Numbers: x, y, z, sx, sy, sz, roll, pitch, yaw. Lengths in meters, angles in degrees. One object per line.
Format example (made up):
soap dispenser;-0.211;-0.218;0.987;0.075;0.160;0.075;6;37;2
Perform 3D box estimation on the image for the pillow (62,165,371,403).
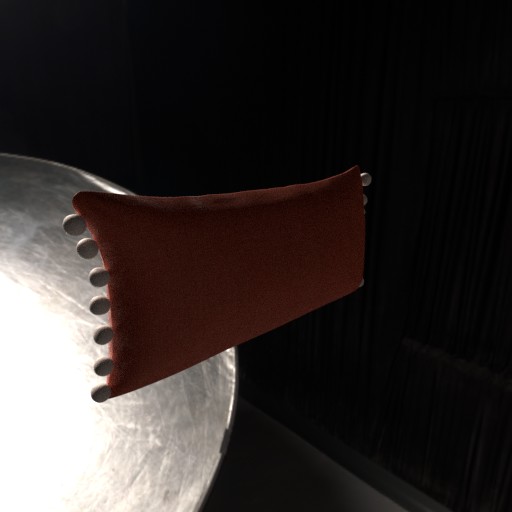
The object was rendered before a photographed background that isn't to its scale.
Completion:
pillow;0.000;0.000;0.846;0.709;0.322;0.201;-16;24;-41
